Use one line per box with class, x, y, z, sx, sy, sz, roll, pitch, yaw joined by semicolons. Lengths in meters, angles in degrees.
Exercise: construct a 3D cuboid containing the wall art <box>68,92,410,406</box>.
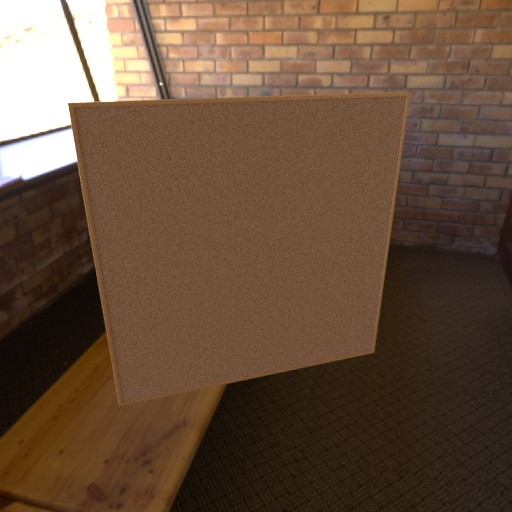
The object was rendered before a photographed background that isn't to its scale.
wall art;0.000;0.000;0.671;0.457;0.455;0.013;-8;26;-16
